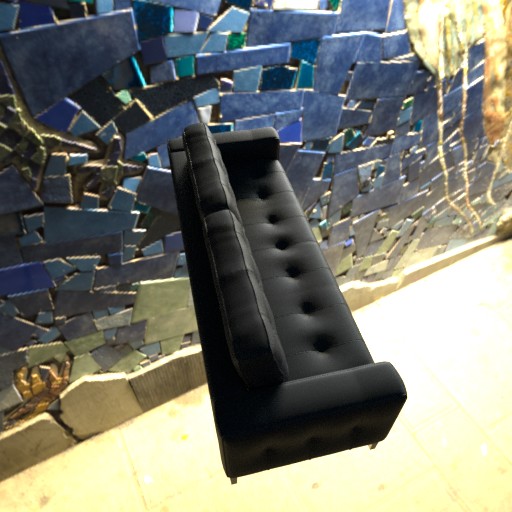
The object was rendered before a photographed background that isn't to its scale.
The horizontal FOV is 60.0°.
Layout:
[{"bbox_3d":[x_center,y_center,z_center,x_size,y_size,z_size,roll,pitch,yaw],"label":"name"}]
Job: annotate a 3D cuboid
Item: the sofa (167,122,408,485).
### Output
[{"bbox_3d":[0.000,0.000,2.689,0.833,0.893,2.275,-10,47,-9],"label":"sofa"}]
